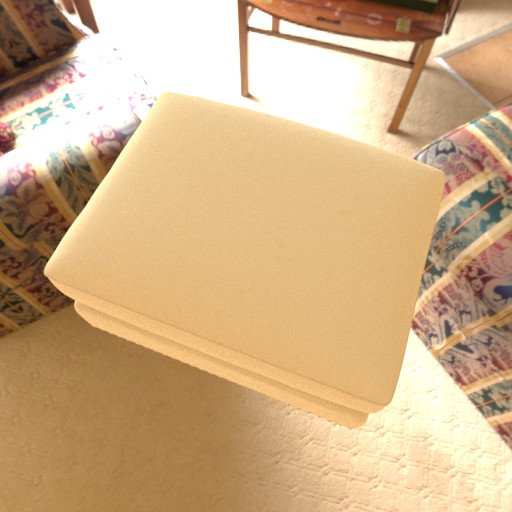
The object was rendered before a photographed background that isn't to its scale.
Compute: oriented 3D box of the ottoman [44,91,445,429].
[{"bbox_3d":[0.000,0.000,1.124,0.741,0.513,0.584,19,65,9],"label":"ottoman"}]
